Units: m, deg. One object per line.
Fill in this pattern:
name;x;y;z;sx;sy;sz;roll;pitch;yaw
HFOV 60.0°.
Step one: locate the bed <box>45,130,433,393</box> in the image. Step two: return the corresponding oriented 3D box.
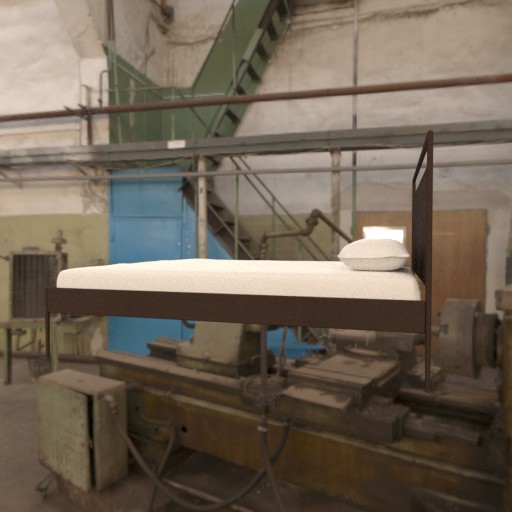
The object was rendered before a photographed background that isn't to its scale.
bed;0.000;0.000;3.032;2.122;1.173;1.572;1;2;17
